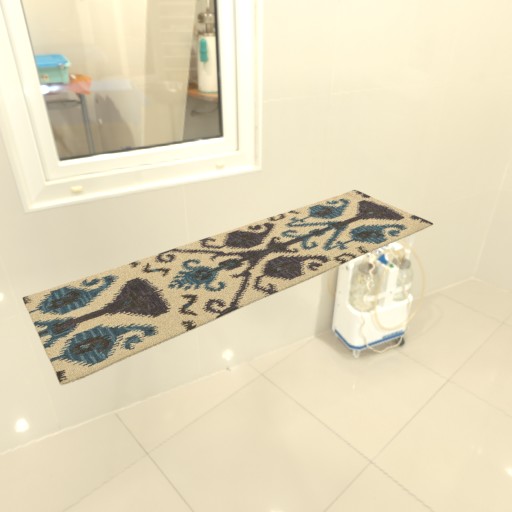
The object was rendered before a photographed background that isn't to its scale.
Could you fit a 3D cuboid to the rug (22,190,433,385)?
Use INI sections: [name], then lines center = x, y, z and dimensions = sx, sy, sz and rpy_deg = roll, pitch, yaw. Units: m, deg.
[rug]
center = 0.000, 0.000, 2.481
dimensions = 2.301, 0.017, 0.692
rpy_deg = -20, 37, -30
